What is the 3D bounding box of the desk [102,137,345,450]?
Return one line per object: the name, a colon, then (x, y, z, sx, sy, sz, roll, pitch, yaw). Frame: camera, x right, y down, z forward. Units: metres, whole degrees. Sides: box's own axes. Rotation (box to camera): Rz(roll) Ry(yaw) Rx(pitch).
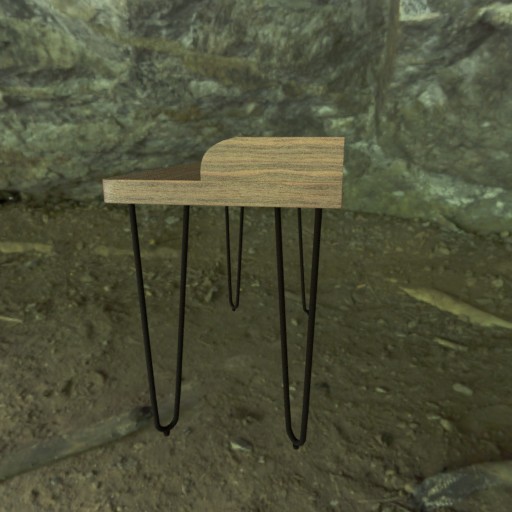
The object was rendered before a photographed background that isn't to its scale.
desk: (0.000, 0.000, 1.657, 0.565, 0.854, 1.200, 2, 15, 8)
